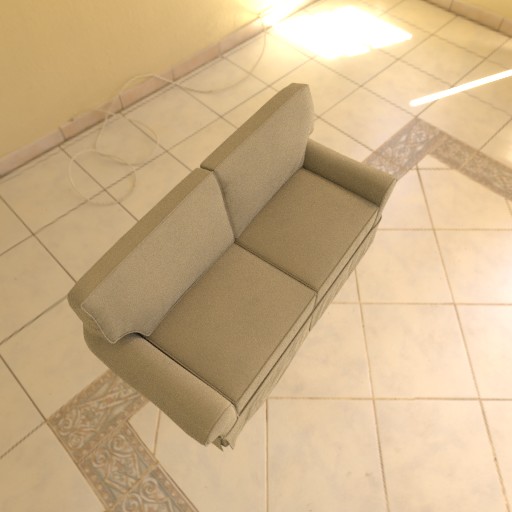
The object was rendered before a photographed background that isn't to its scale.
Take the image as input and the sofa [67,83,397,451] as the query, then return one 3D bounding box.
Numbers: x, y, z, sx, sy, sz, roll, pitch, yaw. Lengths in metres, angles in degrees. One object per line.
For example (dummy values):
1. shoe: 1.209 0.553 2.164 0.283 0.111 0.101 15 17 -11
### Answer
1. sofa: 0.000 0.000 2.394 0.841 1.024 1.823 31 62 18
